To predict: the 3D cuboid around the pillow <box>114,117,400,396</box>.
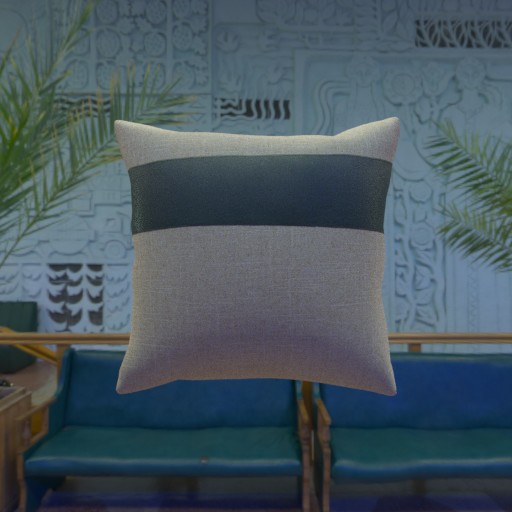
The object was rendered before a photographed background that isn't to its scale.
[{"bbox_3d":[0.000,0.000,0.641,0.414,0.399,0.173,0,-1,1],"label":"pillow"}]
